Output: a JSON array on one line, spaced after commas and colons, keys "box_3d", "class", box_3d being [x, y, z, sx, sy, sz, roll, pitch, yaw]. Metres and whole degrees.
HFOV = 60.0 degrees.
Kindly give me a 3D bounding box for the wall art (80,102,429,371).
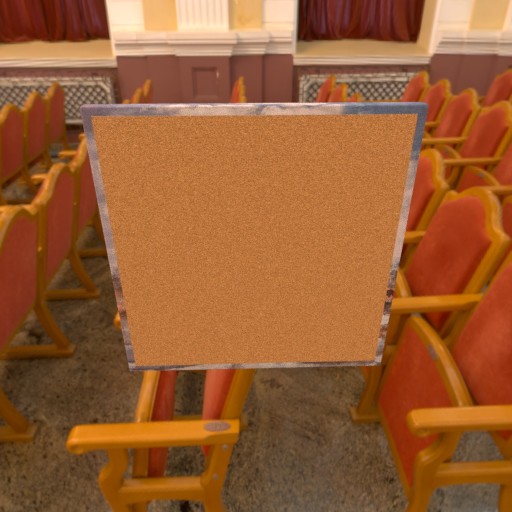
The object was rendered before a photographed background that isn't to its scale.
[{"box_3d": [0.000, 0.000, 1.547, 1.010, 1.020, 0.040, -1, 30, -2], "class": "wall art"}]
